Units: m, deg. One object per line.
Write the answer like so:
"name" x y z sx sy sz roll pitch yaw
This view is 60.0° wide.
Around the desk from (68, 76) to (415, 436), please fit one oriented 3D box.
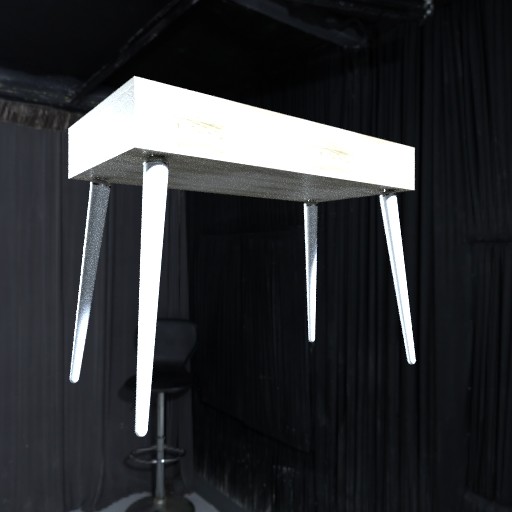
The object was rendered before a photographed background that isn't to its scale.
"desk" 0.000 0.000 1.371 0.979 0.723 0.491 0 0 -38
